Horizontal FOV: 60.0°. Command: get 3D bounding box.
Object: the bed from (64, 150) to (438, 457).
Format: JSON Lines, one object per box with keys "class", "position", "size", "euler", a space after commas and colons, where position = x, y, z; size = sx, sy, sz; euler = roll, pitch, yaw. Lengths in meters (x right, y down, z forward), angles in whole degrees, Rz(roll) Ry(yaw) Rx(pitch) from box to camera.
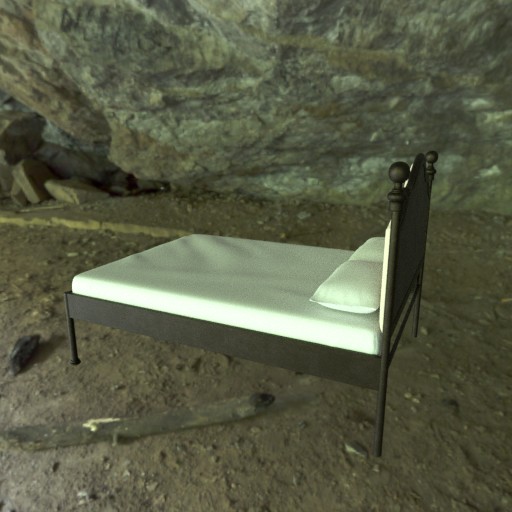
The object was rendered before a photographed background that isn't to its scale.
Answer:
{"class": "bed", "position": [0.000, 0.000, 3.229], "size": [2.224, 1.499, 1.642], "euler": [7, 17, 25]}
